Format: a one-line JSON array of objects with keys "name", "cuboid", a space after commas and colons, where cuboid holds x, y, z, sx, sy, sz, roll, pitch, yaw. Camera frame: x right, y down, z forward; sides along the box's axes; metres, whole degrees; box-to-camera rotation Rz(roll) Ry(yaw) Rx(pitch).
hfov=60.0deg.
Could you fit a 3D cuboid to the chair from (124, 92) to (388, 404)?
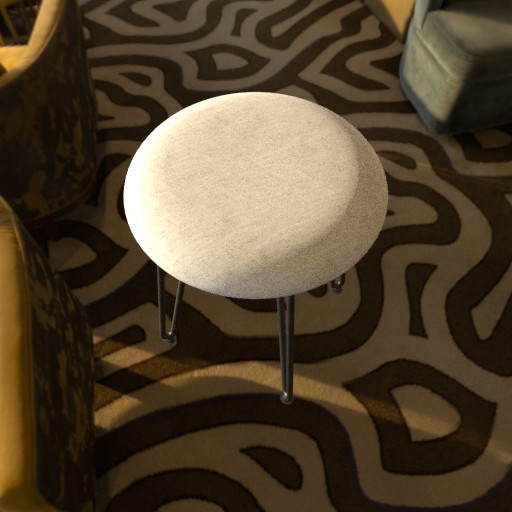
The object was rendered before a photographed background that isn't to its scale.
[{"name": "chair", "cuboid": [0.000, 0.000, 0.659, 0.350, 0.386, 0.350, -16, 58, -10]}]
